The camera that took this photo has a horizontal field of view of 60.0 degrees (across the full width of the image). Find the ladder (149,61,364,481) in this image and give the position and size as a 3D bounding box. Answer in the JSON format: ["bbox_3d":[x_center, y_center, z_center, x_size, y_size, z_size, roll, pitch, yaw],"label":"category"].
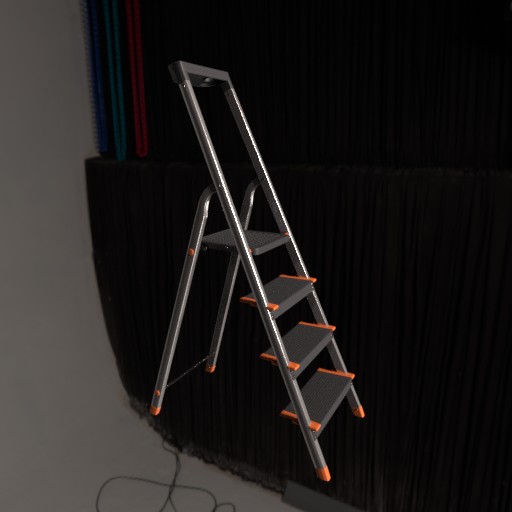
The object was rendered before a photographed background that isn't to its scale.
[{"bbox_3d":[0.000,0.000,1.761,0.834,1.429,0.452,8,17,28],"label":"ladder"}]
